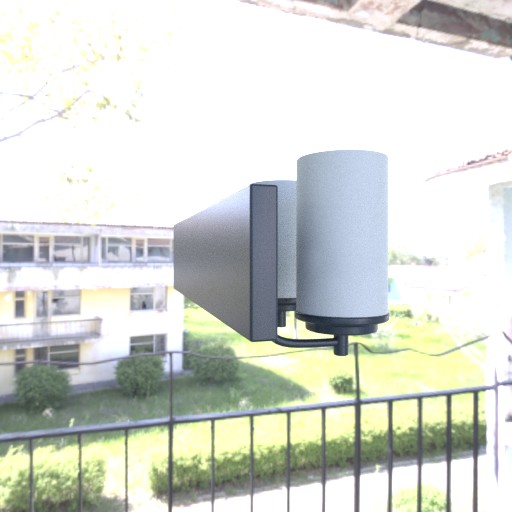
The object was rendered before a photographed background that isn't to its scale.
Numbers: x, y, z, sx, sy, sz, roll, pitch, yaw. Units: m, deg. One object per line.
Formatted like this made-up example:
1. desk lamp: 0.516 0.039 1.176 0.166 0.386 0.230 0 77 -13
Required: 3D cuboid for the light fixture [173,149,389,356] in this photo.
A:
1. light fixture: 0.000 0.000 0.529 0.145 0.172 0.451 0 1 -17
